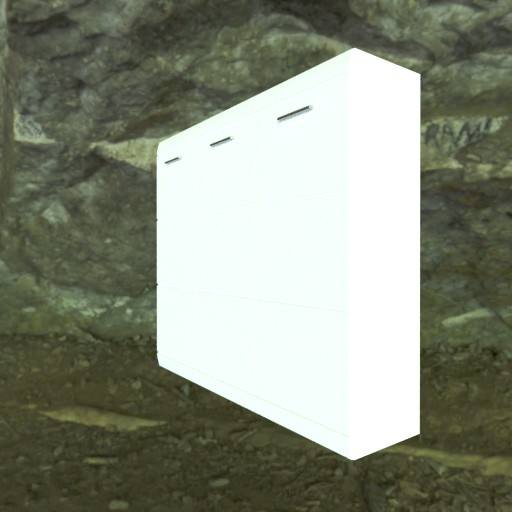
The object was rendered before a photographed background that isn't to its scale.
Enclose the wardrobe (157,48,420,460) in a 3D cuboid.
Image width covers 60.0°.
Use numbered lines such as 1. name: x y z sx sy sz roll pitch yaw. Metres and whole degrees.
1. wardrobe: 0.000 0.000 1.897 0.360 1.200 1.340 0 0 -36
